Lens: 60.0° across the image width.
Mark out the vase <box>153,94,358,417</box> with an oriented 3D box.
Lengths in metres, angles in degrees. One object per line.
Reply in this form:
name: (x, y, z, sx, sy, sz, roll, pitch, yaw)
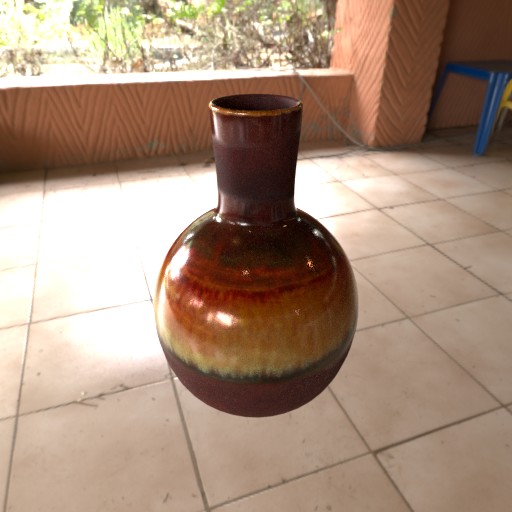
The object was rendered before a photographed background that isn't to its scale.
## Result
vase: (0.000, 0.000, 0.231, 0.111, 0.154, 0.111, 0, 30, 0)
